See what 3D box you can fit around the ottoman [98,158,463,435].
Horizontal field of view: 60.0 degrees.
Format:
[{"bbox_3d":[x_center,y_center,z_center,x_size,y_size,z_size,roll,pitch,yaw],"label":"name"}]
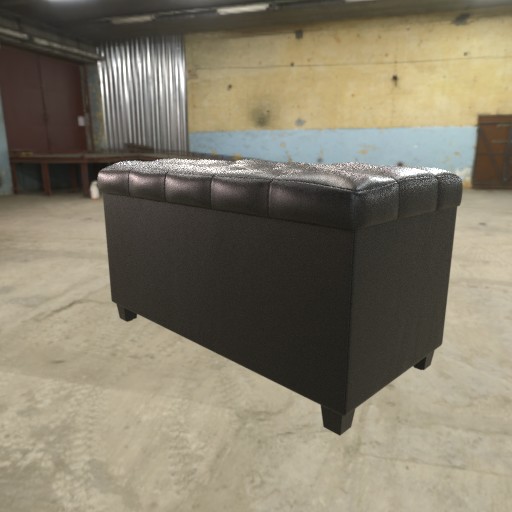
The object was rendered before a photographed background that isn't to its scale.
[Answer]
[{"bbox_3d":[0.000,0.000,1.125,0.838,0.470,0.432,14,19,43],"label":"ottoman"}]
